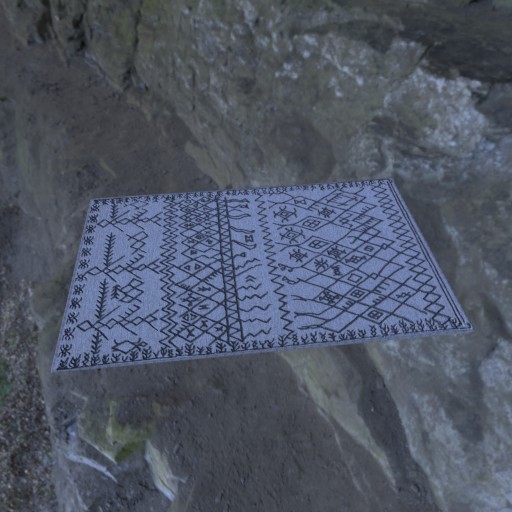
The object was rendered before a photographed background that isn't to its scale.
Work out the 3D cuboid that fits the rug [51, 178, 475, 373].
[{"bbox_3d":[0.000,0.000,3.059,2.444,0.012,1.526,-5,46,-4],"label":"rug"}]
